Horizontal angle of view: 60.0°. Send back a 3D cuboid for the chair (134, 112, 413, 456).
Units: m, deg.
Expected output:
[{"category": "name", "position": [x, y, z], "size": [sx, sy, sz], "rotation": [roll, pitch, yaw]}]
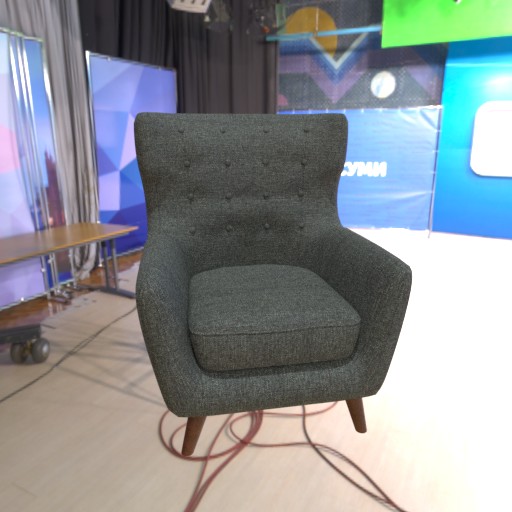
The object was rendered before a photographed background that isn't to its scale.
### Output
[{"category": "chair", "position": [0.000, 0.000, 1.705], "size": [0.878, 1.063, 0.904], "rotation": [-3, 17, -10]}]
